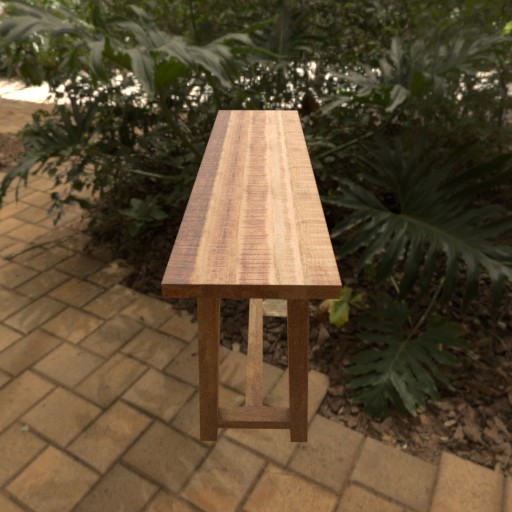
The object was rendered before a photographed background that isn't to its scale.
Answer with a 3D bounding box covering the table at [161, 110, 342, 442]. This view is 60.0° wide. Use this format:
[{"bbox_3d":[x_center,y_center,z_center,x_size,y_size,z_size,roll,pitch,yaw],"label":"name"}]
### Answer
[{"bbox_3d":[0.000,0.000,1.853,0.405,0.810,1.524,0,32,1],"label":"table"}]
